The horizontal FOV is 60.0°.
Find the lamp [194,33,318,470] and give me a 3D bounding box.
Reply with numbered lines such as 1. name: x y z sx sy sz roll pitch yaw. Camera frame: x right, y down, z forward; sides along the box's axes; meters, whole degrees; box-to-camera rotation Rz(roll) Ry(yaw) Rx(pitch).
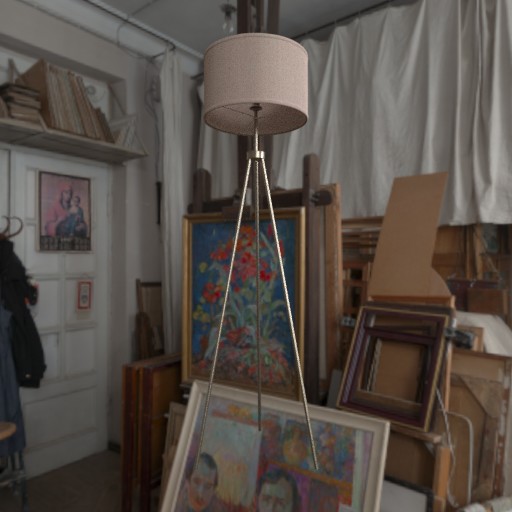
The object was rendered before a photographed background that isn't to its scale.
1. lamp: 0.000 0.000 1.757 0.449 1.545 0.460 0 -1 0
